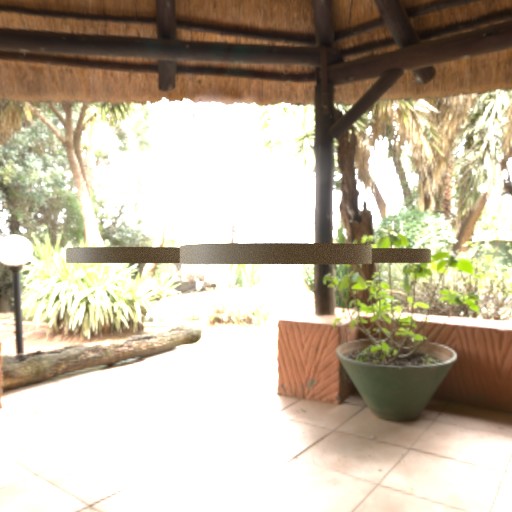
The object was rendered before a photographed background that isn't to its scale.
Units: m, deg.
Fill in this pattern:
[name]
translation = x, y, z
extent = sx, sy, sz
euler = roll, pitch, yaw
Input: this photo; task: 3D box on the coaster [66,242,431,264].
[coaster]
translation = 0.000, 0.000, 0.335
extent = 0.220, 0.010, 0.224
euler = 0, -1, 36
